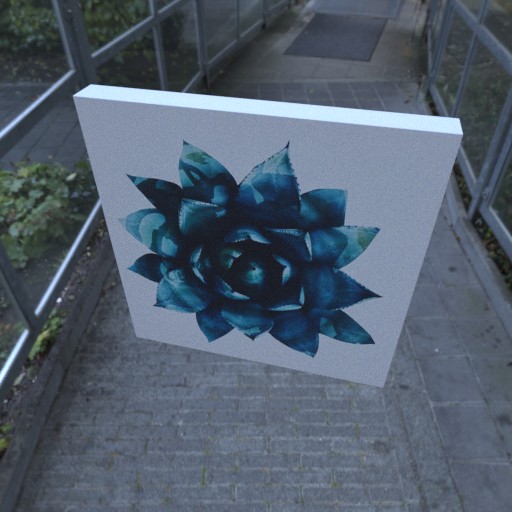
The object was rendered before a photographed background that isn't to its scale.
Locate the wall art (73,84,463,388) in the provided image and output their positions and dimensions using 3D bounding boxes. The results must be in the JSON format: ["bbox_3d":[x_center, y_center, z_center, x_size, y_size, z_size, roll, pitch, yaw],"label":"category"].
[{"bbox_3d":[0.000,0.000,0.593,0.406,0.406,0.038,9,41,11],"label":"wall art"}]
